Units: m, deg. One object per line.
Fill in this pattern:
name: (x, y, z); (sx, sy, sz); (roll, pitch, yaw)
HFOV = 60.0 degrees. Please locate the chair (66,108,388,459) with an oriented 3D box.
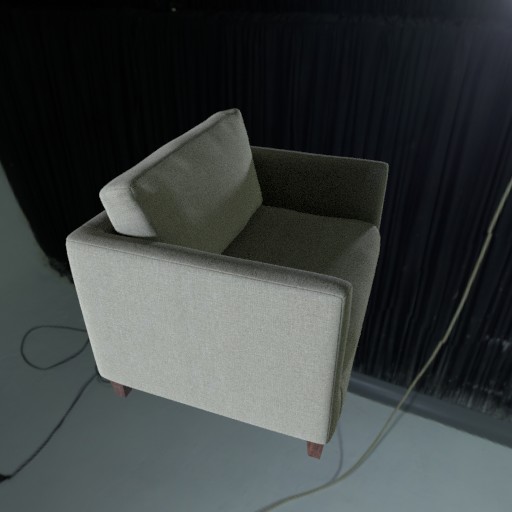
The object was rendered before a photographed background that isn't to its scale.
chair: (0.000, 0.000, 1.851); (0.959, 0.963, 1.107); (11, 34, 17)
